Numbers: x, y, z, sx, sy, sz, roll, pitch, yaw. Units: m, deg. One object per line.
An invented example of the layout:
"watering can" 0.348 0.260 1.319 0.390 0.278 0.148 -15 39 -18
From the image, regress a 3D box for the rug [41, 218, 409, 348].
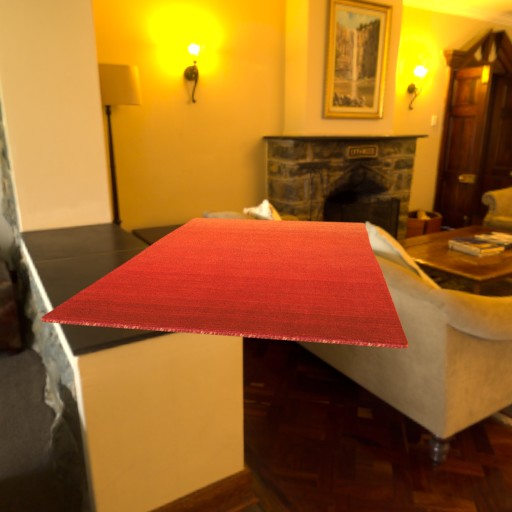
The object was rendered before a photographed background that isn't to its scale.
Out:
"rug" 0.000 0.000 2.295 1.230 0.018 1.835 3 16 9
